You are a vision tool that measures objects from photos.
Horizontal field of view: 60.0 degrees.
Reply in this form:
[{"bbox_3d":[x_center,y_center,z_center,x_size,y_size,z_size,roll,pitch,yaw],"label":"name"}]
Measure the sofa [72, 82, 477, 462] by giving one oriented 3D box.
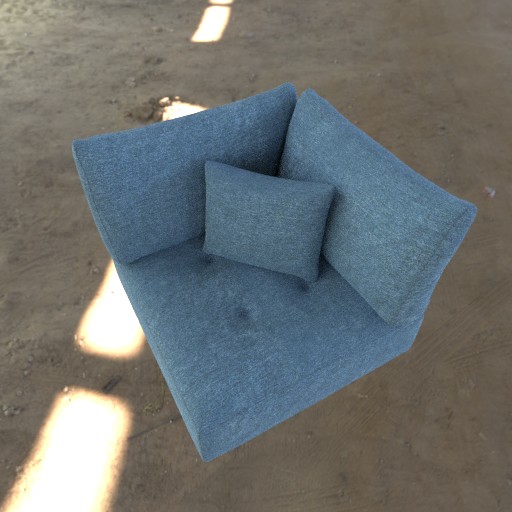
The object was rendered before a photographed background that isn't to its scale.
[{"bbox_3d":[0.000,0.000,1.726,1.000,0.820,1.000,-22,50,-20],"label":"sofa"}]
